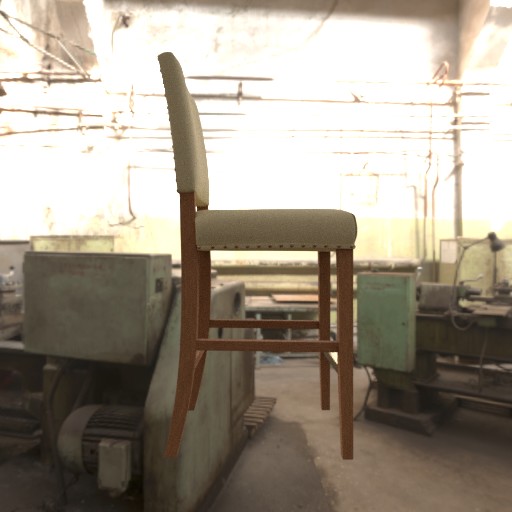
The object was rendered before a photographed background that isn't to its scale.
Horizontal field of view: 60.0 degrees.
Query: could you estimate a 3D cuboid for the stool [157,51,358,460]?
[{"bbox_3d":[0.000,0.000,1.479,0.584,1.168,0.445,0,1,0],"label":"stool"}]
